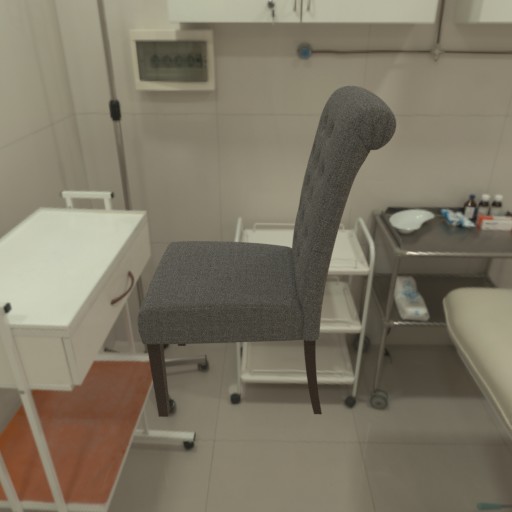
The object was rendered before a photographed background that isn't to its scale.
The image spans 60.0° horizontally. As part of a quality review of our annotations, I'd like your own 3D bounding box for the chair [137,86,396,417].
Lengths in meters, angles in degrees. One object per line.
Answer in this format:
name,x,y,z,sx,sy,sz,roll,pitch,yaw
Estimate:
chair,0.000,0.000,1.419,0.671,1.006,0.456,0,27,1
